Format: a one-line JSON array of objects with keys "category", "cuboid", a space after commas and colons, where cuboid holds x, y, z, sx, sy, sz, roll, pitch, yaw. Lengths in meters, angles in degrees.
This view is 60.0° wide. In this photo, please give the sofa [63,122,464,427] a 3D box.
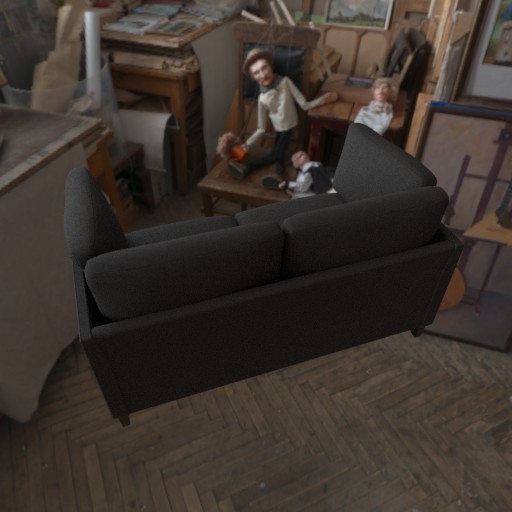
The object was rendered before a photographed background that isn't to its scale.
[{"category": "sofa", "cuboid": [0.000, 0.000, 2.317, 1.751, 0.920, 0.969, -13, 43, -14]}]
